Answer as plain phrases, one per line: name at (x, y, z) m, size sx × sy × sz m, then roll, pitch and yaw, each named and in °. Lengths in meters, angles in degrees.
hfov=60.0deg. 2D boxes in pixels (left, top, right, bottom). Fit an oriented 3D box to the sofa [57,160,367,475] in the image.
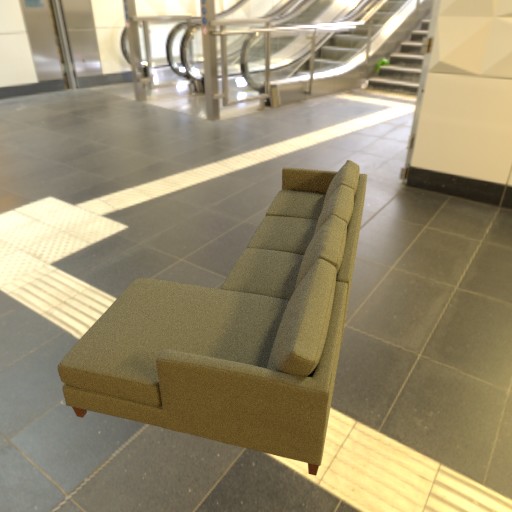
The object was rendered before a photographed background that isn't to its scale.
sofa at (0.000, 0.000, 3.756) m, size 1.625 × 0.861 × 3.186 m, roll 8°, pitch 31°, yaw 13°
